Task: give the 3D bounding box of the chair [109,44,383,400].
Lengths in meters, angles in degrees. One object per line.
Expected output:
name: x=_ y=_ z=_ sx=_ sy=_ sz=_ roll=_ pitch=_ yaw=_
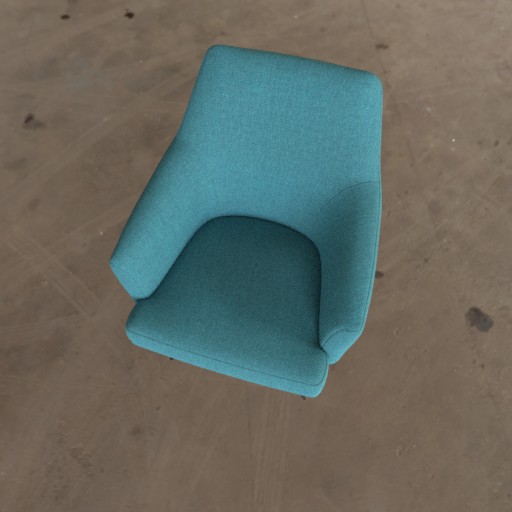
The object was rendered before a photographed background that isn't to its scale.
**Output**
chair: x=0.000 y=0.000 z=1.286 sx=0.642 sy=0.874 sz=0.677 roll=14 pitch=60 yaw=9
